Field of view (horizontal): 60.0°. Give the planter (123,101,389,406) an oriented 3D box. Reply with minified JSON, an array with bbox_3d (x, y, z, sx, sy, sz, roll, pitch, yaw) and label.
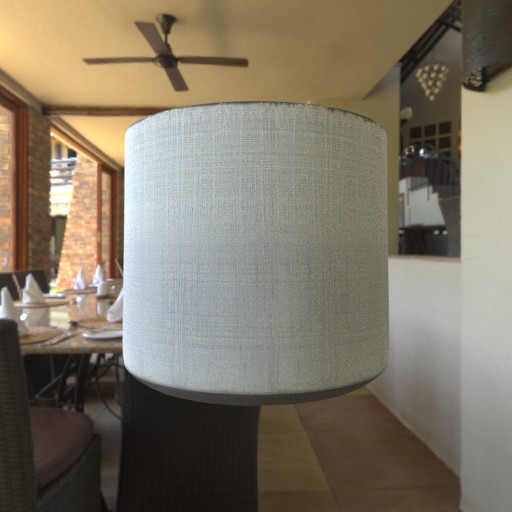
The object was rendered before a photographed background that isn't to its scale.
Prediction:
[{"bbox_3d":[0.000,0.000,0.392,0.226,0.201,0.226,0,1,0],"label":"planter"}]
